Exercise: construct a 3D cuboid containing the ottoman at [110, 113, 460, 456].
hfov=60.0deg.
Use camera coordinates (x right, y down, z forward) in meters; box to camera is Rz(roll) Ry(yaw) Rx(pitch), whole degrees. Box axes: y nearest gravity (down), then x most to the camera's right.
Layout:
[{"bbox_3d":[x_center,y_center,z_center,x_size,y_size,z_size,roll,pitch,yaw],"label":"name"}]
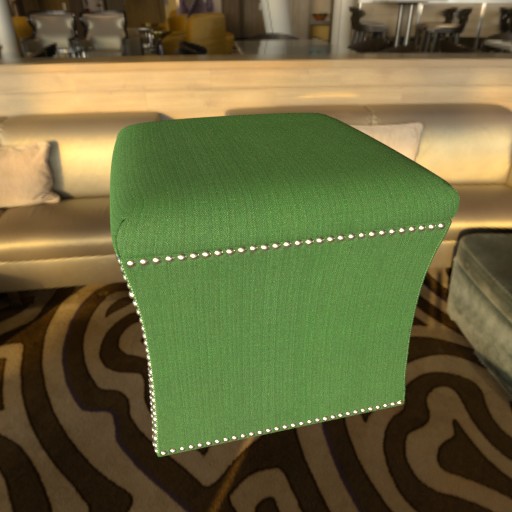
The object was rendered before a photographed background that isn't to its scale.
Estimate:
[{"bbox_3d":[0.000,0.000,0.874,0.497,0.475,0.507,-7,31,-12],"label":"ottoman"}]
